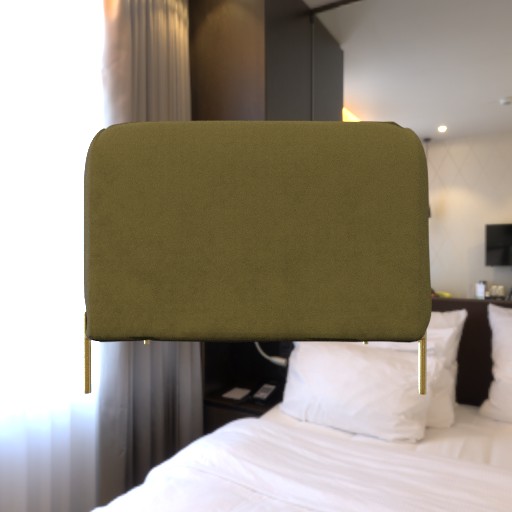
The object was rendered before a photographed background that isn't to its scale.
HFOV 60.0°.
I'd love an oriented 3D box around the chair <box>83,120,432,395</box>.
[{"bbox_3d":[0.000,0.000,1.655,1.032,0.794,0.877,0,1,0],"label":"chair"}]
